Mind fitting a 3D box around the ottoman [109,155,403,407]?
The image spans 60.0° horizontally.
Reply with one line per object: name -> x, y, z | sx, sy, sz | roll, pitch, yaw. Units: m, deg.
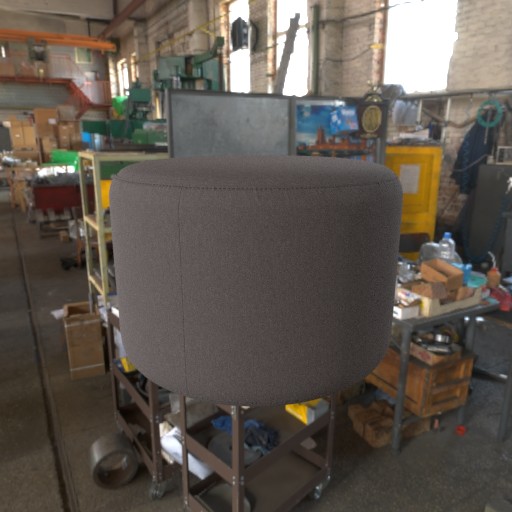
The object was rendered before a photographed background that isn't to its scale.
ottoman -> 0.000, 0.000, 0.998 | 0.608, 0.433, 0.608 | 0, 15, 0
